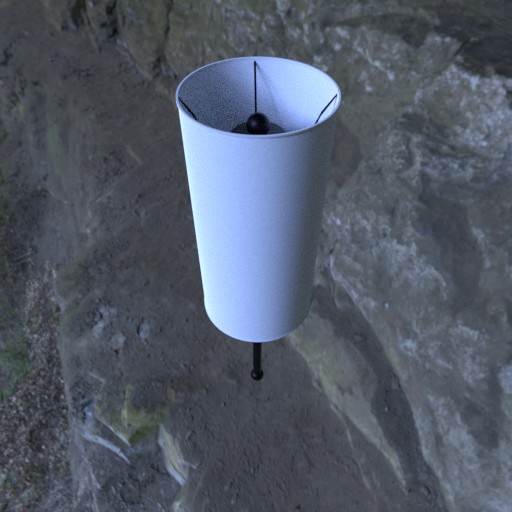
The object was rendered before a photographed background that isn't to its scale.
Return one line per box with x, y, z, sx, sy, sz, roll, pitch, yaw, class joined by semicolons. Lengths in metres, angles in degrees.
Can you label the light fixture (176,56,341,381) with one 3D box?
0.000;0.000;0.541;0.128;0.462;0.208;-2;47;-2;light fixture
